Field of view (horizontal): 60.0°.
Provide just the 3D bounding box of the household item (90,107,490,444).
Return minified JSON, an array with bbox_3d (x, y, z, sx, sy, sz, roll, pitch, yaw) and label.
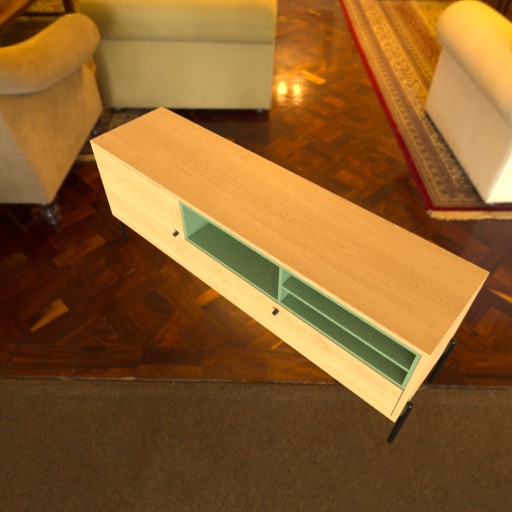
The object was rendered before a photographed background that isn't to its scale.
[{"bbox_3d":[0.000,0.000,1.777,1.550,0.600,0.400,33,55,28],"label":"household item"}]
